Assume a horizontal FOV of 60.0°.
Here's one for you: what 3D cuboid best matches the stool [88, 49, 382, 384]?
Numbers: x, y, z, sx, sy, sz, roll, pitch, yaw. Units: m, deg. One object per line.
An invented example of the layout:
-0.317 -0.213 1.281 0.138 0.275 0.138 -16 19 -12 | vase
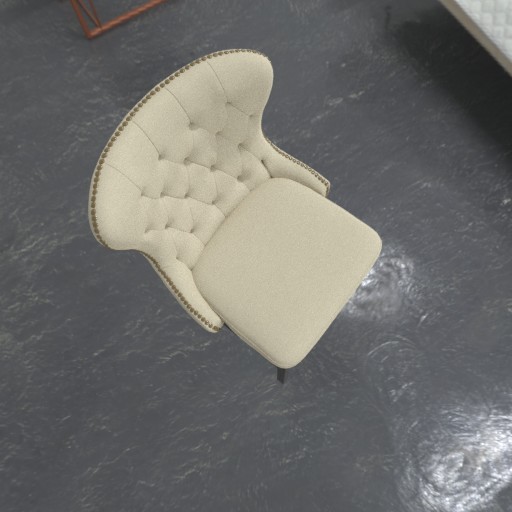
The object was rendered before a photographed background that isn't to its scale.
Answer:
0.000 0.000 1.282 0.593 0.971 0.528 37 77 10 | stool
